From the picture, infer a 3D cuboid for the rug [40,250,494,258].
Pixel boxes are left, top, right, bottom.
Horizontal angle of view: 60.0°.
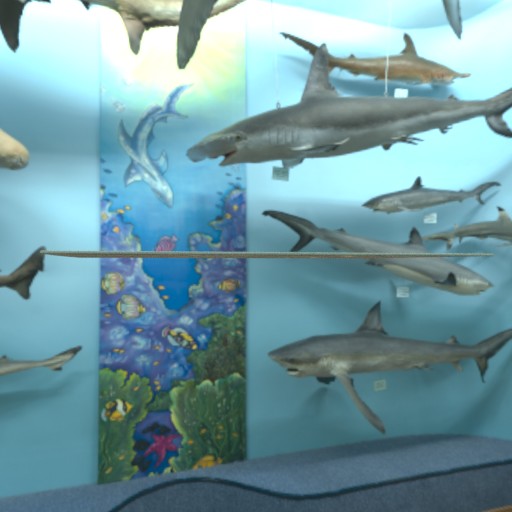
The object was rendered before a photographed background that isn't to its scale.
[{"bbox_3d":[0.000,0.000,2.836,2.290,0.014,1.526,0,-1,-16],"label":"rug"}]
